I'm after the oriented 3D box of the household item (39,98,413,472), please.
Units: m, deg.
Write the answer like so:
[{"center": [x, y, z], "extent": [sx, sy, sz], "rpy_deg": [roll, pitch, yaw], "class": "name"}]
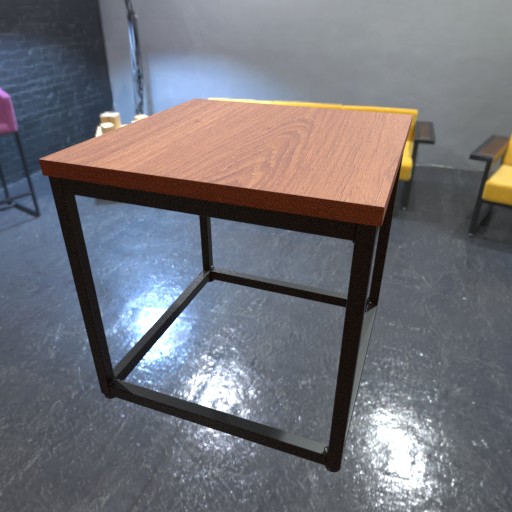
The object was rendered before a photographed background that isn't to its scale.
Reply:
[{"center": [0.000, 0.000, 0.726], "extent": [0.400, 0.400, 0.400], "rpy_deg": [11, 32, 18], "class": "household item"}]
